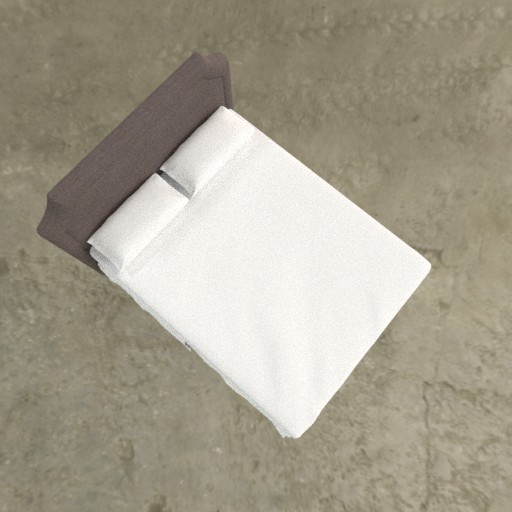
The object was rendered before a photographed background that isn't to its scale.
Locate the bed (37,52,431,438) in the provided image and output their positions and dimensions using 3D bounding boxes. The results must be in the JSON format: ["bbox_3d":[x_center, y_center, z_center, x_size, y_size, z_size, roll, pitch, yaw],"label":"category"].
[{"bbox_3d":[0.000,0.000,3.103,2.116,1.290,1.693,40,79,9],"label":"bed"}]
